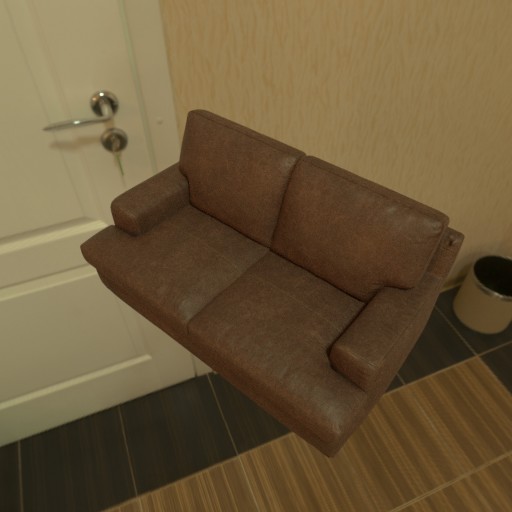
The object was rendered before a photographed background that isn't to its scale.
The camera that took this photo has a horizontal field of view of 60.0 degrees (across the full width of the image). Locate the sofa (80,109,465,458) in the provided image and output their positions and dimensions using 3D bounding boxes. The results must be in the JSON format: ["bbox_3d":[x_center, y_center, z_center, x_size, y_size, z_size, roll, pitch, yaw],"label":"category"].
[{"bbox_3d":[0.000,0.000,2.511,1.880,0.939,1.143,30,54,25],"label":"sofa"}]
